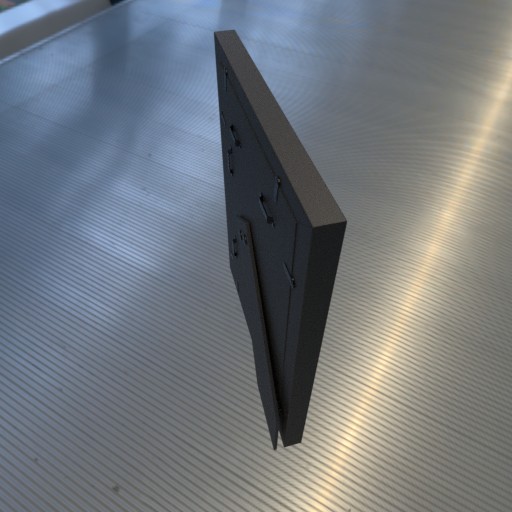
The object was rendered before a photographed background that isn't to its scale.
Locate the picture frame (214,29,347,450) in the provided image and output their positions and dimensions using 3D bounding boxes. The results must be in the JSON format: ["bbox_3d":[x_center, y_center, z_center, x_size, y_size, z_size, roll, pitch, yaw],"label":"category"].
[{"bbox_3d":[0.000,0.000,0.512,0.036,0.383,0.307,-11,49,-10],"label":"picture frame"}]
